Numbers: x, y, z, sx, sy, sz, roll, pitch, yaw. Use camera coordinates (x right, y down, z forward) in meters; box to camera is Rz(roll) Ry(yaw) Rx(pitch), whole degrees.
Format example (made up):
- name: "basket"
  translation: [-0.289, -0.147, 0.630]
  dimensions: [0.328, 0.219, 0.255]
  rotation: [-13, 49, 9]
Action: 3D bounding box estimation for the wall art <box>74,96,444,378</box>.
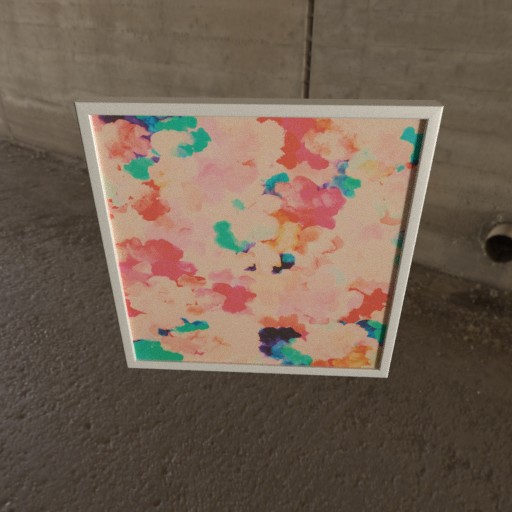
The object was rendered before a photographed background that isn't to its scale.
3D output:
- name: "wall art"
  translation: [0.000, 0.000, 0.750]
  dimensions: [0.506, 0.505, 0.038]
  rotation: [2, 31, 3]
